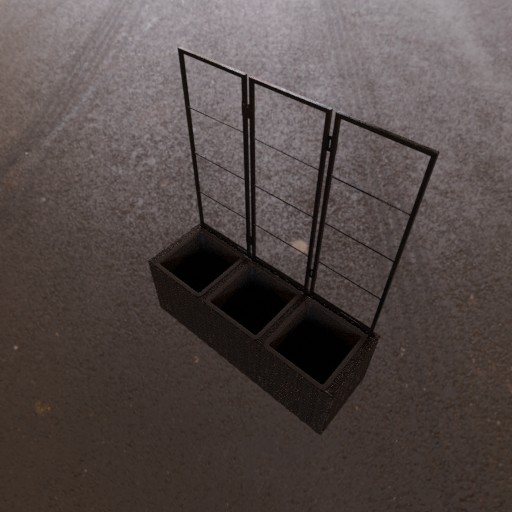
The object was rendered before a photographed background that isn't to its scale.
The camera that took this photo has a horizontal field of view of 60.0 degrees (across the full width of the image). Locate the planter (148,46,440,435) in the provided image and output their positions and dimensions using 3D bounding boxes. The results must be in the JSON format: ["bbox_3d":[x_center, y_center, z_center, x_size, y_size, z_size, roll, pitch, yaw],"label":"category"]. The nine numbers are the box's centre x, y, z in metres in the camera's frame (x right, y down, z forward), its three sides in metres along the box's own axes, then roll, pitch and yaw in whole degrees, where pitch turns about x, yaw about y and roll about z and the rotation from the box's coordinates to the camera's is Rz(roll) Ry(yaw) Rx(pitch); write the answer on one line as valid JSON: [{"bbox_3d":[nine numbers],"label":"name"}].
[{"bbox_3d":[0.000,0.000,1.177,0.698,0.841,0.244,33,56,26],"label":"planter"}]
